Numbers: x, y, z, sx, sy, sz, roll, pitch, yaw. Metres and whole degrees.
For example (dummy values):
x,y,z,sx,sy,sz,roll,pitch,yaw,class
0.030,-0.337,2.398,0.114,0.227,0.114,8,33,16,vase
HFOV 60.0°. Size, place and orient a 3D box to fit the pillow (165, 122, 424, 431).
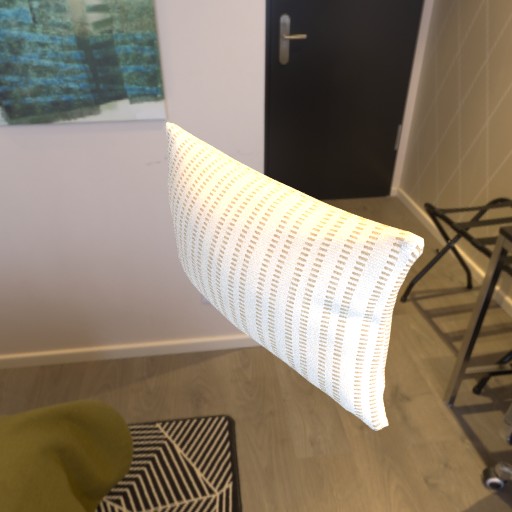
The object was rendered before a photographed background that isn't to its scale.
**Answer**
x,y,z,sx,sy,sz,roll,pitch,yaw,class
0.000,0.000,0.819,0.210,0.353,0.640,-22,39,-31,pillow
